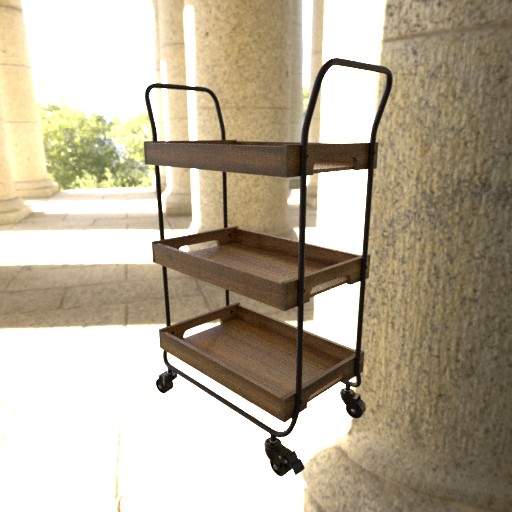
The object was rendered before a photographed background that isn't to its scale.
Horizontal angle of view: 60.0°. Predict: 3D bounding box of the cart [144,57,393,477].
[{"bbox_3d":[0.000,0.000,1.132,0.339,0.857,0.583,-15,21,-42],"label":"cart"}]
